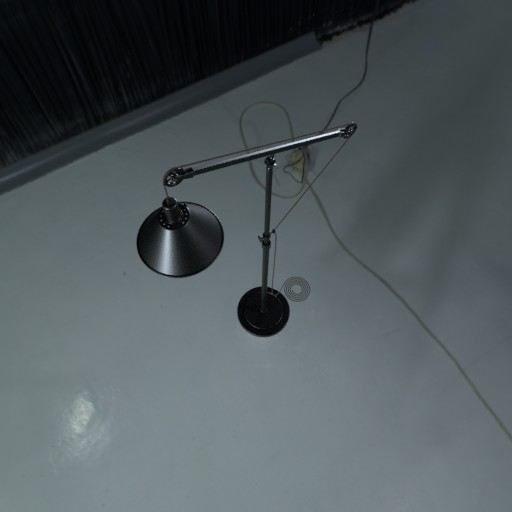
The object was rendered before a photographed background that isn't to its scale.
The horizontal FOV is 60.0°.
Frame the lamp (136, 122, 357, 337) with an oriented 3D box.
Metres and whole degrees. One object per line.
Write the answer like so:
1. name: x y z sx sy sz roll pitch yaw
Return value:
1. lamp: 0.000 0.000 1.974 0.904 1.626 0.319 -32 67 -15
